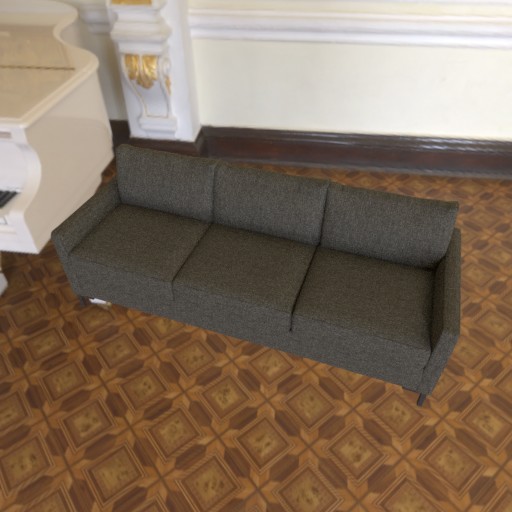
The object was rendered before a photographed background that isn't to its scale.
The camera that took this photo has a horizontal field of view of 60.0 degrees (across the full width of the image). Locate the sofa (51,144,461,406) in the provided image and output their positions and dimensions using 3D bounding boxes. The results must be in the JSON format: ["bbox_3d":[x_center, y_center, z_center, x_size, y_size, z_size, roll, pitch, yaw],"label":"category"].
[{"bbox_3d":[0.000,0.000,2.662,2.253,0.879,0.876,13,43,15],"label":"sofa"}]
